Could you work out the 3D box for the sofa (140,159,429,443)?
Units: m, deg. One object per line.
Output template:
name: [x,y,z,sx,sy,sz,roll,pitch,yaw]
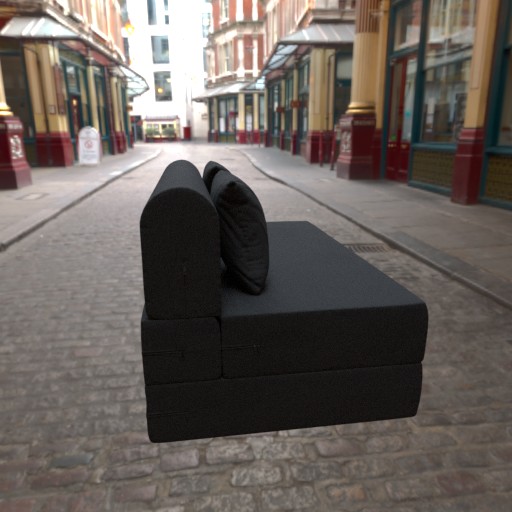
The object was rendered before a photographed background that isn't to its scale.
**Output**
sofa: [0.000,0.000,1.705,0.762,0.670,1.225,-2,15,-9]
